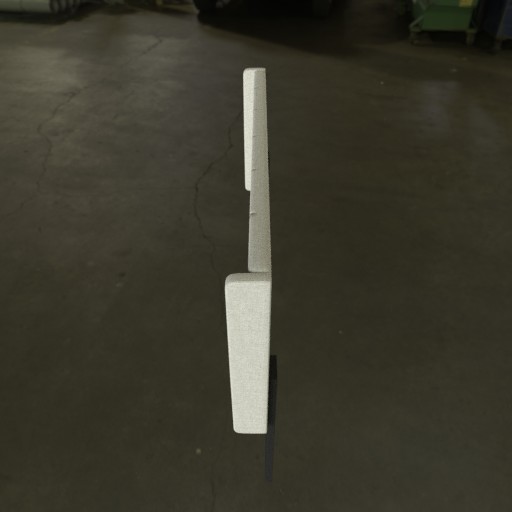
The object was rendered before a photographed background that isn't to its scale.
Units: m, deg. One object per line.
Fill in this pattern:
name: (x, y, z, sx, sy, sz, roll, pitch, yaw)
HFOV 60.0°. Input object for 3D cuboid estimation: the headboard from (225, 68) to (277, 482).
headboard: (0.000, 0.000, 2.633, 0.184, 1.524, 2.051, 0, 40, 0)
